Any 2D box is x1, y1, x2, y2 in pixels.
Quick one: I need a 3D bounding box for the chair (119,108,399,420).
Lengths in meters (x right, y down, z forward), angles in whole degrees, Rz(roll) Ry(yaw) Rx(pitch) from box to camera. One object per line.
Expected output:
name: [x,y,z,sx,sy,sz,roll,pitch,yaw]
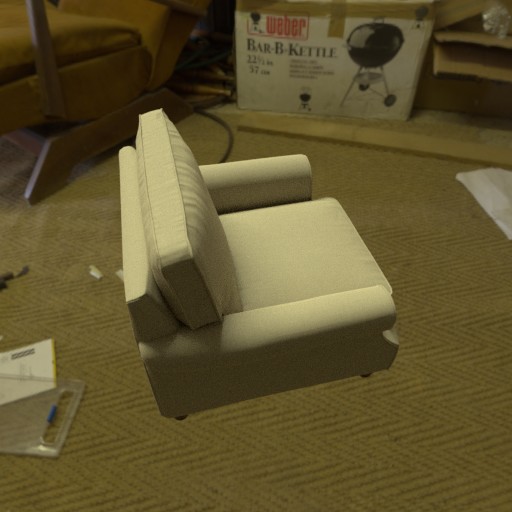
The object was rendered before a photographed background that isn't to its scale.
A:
chair: [0.000,0.000,1.799,0.966,0.967,1.029,-10,45,-10]
